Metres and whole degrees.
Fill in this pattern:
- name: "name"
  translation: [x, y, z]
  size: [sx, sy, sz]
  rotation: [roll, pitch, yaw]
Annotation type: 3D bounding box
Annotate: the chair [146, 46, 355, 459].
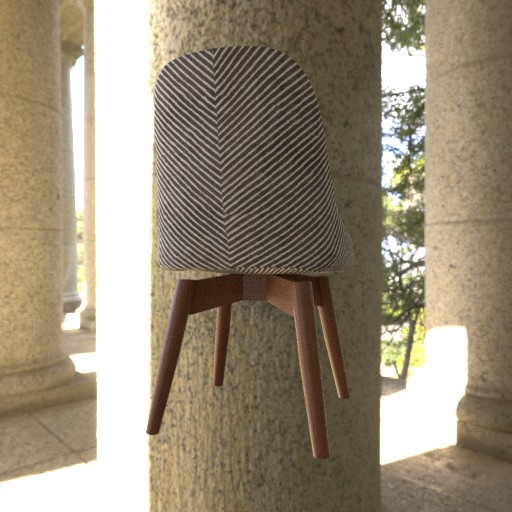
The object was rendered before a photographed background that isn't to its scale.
- name: "chair"
  translation: [0.000, 0.000, 1.215]
  size: [0.504, 0.883, 0.591]
  rotation: [0, 0, 18]
